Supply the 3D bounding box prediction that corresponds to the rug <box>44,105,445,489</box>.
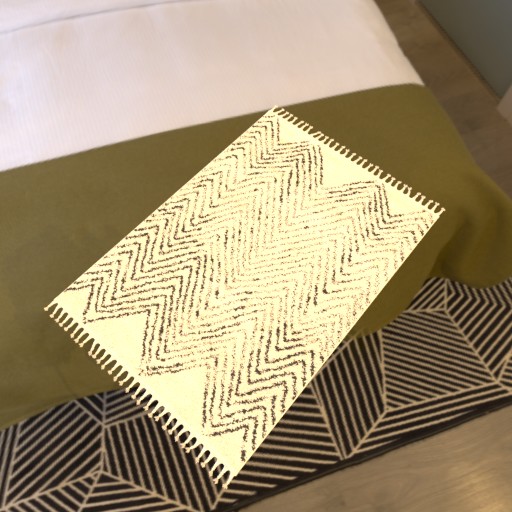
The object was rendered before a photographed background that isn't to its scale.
[{"bbox_3d":[0.000,0.000,2.335,1.230,0.014,1.847,37,69,17],"label":"rug"}]
